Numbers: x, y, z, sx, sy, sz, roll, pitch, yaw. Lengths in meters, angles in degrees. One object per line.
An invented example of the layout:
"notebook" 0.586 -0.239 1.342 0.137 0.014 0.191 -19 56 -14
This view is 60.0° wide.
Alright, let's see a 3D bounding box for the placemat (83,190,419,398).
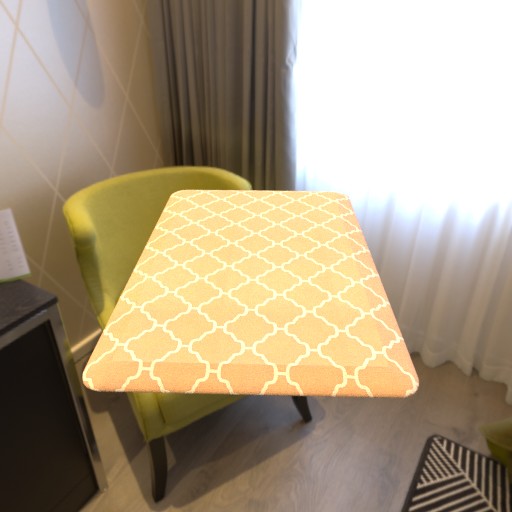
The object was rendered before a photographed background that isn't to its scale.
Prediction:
"placemat" 0.000 0.000 0.964 0.508 0.021 0.762 1 31 1
